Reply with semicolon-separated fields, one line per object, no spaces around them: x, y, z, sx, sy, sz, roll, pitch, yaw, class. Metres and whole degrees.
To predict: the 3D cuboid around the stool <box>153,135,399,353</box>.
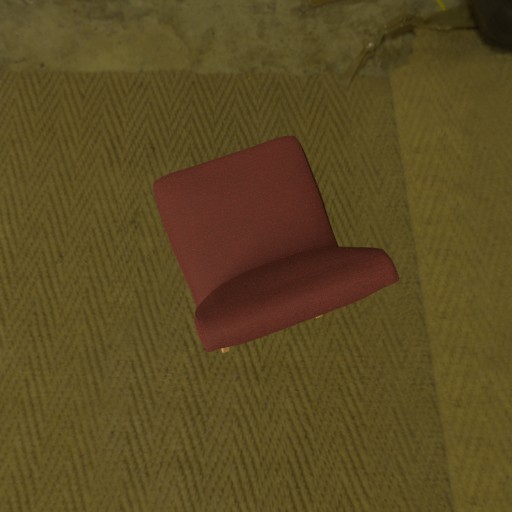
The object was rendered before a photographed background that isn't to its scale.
0.000;0.000;1.419;0.468;1.093;0.562;-20;76;-5;stool
